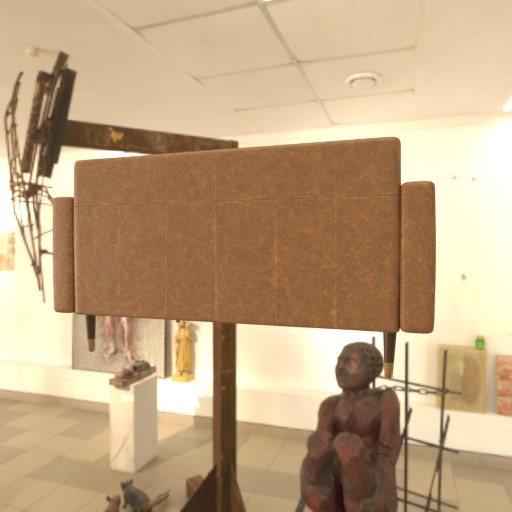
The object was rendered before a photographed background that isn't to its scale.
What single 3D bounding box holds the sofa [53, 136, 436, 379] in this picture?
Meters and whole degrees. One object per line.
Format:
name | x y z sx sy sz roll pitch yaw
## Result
sofa | 0.000 0.000 2.095 1.549 0.820 0.960 0 1 18
